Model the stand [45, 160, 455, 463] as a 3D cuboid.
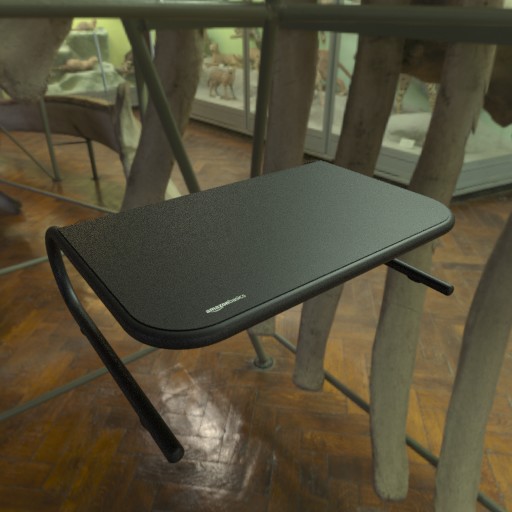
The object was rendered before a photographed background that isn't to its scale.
[{"bbox_3d":[0.000,0.000,0.491,0.370,0.108,0.280,-21,35,-32],"label":"stand"}]
